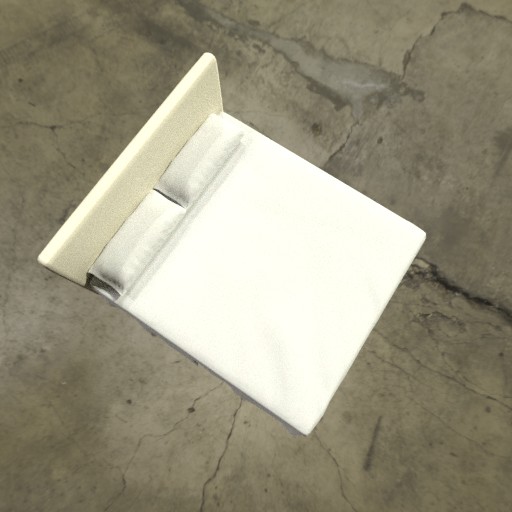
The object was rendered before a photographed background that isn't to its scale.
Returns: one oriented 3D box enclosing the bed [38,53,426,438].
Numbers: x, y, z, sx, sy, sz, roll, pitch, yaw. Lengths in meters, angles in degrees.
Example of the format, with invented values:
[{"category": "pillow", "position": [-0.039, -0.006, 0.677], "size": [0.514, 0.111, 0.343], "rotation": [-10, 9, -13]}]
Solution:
[{"category": "bed", "position": [0.000, 0.000, 3.698], "size": [2.341, 1.317, 2.119], "rotation": [33, 78, 8]}]
